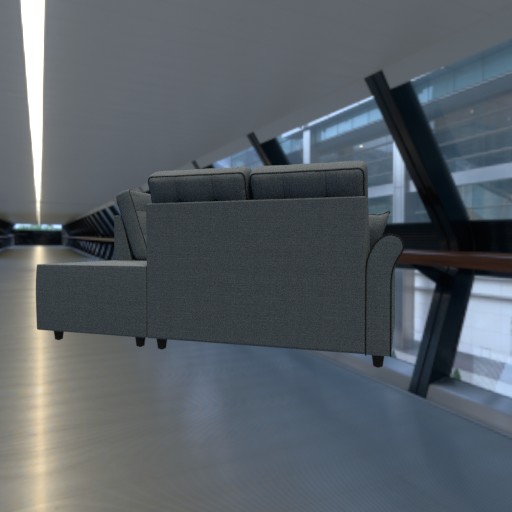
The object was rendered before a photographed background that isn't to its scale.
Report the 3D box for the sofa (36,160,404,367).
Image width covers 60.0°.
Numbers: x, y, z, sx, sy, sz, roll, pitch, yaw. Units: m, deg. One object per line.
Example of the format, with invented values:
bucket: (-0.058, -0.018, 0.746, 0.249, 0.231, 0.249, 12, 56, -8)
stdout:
sofa: (0.000, 0.000, 3.269, 2.068, 0.988, 2.070, 0, 1, 18)
